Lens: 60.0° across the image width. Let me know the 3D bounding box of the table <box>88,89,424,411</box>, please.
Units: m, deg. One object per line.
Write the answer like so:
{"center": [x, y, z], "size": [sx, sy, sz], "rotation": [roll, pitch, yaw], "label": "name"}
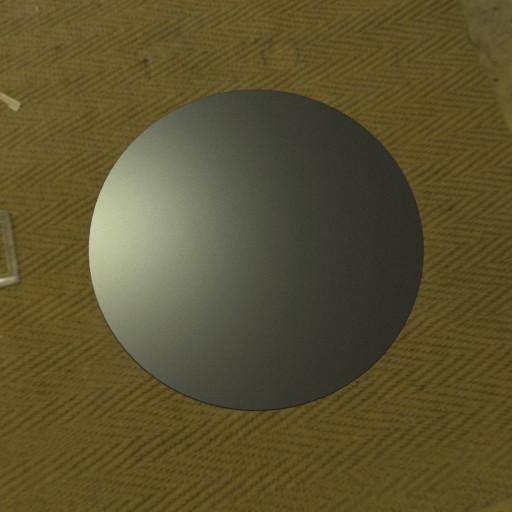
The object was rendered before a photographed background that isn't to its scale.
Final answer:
{"center": [0.000, 0.000, 1.430], "size": [0.914, 0.457, 0.914], "rotation": [0, 75, 0], "label": "table"}
